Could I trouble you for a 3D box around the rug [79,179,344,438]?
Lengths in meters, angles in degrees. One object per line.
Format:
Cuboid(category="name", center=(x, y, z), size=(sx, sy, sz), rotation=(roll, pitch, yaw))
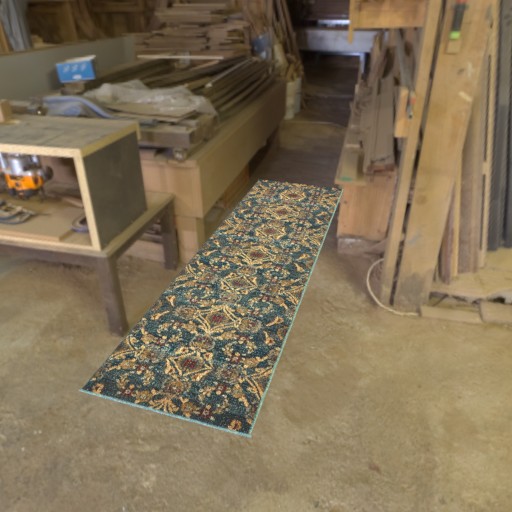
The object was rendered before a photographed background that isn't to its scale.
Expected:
Cuboid(category="rug", center=(0.000, 0.000, 2.525), size=(0.685, 0.014, 2.292), rotation=(9, 32, 15))
